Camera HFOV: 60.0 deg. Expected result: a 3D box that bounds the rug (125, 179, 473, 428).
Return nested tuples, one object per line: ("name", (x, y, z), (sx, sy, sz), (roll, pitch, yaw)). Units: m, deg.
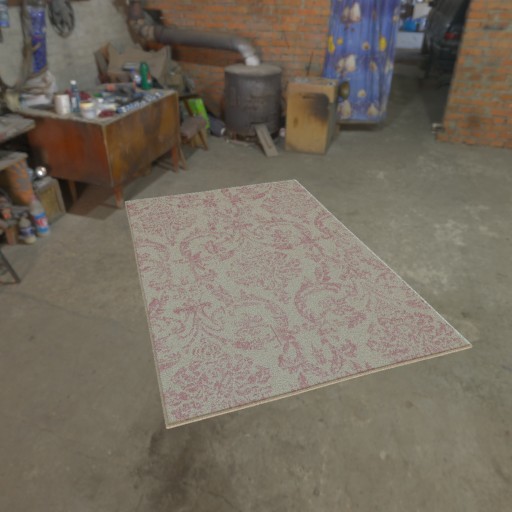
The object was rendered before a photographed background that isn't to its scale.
("rug", (0.000, 0.000, 2.345), (1.219, 0.012, 1.839), (-10, 33, -15))
